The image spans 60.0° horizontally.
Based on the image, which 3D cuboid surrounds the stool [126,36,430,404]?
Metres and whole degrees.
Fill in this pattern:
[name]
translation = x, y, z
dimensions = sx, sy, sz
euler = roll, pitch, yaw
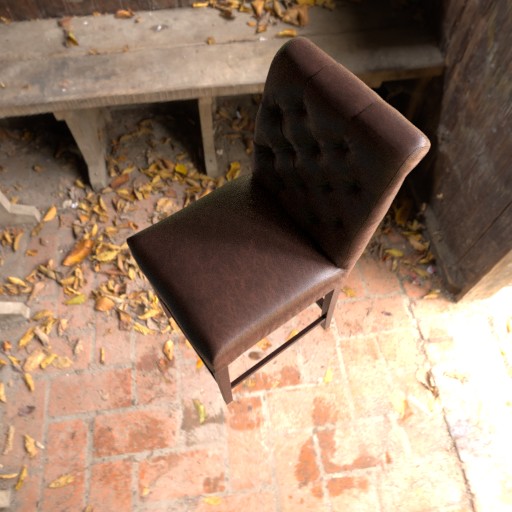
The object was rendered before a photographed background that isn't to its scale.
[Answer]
[stool]
translation = 0.000, 0.000, 1.437
dimensions = 0.660, 1.084, 0.486
euler = -33, 67, -16
